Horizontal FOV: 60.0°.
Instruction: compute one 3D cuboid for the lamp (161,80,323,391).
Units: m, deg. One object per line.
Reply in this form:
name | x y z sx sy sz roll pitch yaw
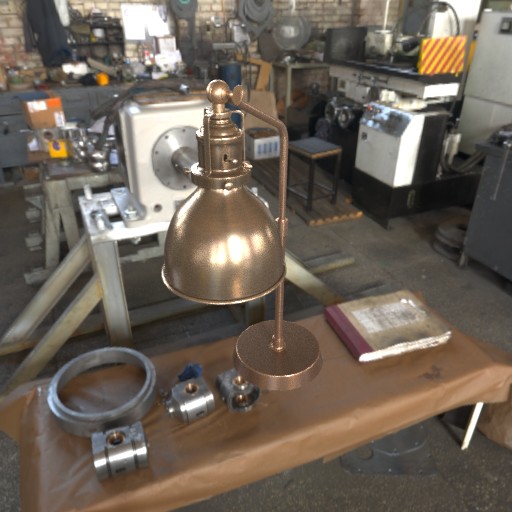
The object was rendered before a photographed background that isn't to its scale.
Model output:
lamp | 0.000 0.000 0.591 0.153 0.456 0.286 18 34 29
